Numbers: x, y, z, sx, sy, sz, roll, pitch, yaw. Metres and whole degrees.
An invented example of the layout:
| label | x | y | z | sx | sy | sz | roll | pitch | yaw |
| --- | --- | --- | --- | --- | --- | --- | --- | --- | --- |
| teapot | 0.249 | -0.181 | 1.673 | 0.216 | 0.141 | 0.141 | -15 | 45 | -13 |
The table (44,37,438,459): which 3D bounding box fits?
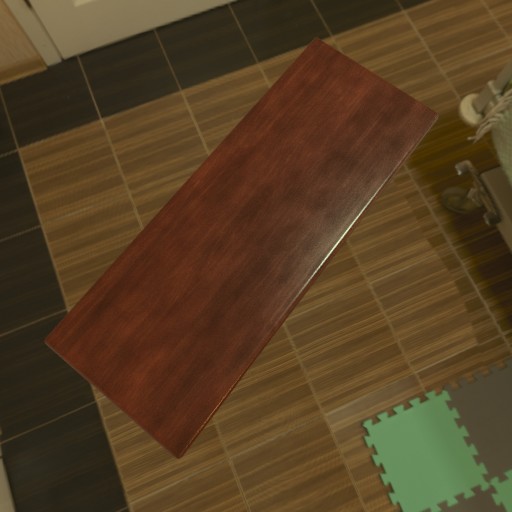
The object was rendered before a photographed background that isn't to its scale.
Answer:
| label | x | y | z | sx | sy | sz | roll | pitch | yaw |
| --- | --- | --- | --- | --- | --- | --- | --- | --- | --- |
| table | 0.000 | 0.000 | 1.564 | 0.459 | 0.740 | 1.184 | 37 | 78 | 10 |
